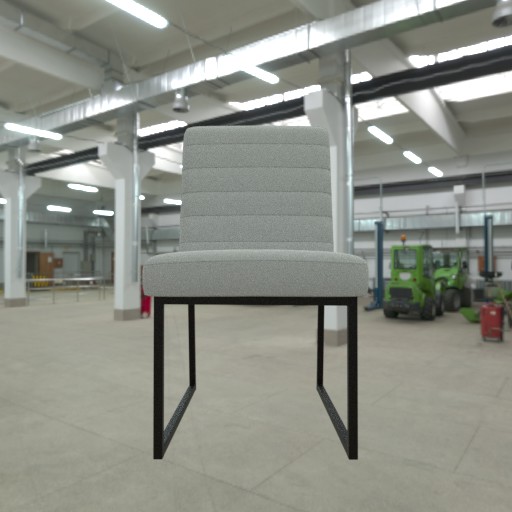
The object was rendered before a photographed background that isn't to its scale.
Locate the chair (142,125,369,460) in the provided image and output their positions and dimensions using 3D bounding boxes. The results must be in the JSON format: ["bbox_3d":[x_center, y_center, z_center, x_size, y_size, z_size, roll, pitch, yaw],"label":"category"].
[{"bbox_3d":[0.000,0.000,1.306,0.520,0.930,0.634,0,-1,0],"label":"chair"}]
